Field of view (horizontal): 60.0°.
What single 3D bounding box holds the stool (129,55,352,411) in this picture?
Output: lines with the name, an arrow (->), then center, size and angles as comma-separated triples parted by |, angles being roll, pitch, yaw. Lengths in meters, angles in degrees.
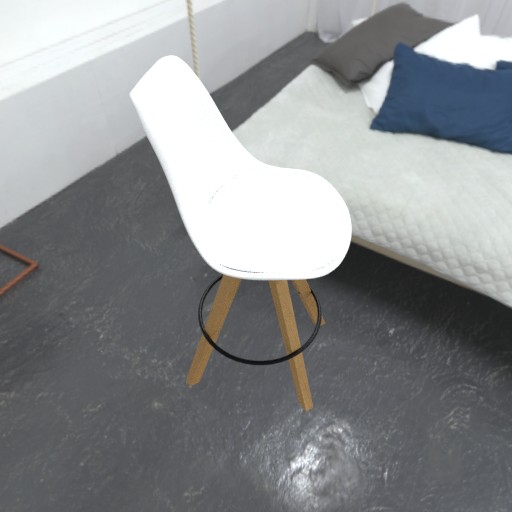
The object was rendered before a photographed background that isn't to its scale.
stool -> 0.000, 0.000, 1.394 | 0.549, 1.115, 0.482 | 9, 48, 9
